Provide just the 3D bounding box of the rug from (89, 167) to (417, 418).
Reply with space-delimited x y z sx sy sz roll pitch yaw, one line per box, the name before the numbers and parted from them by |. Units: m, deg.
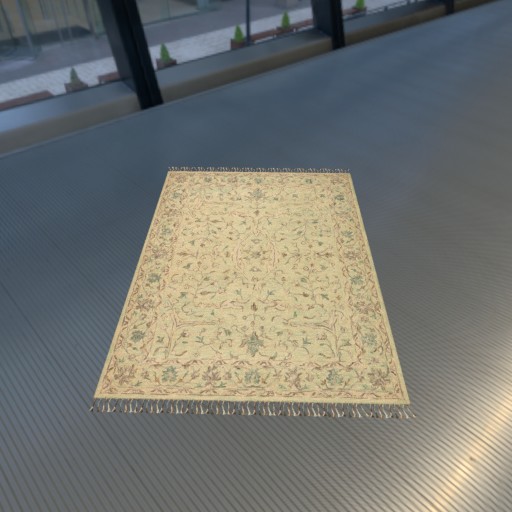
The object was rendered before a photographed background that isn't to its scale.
rug | 0.000 0.000 2.334 1.247 0.008 1.802 1 41 1
